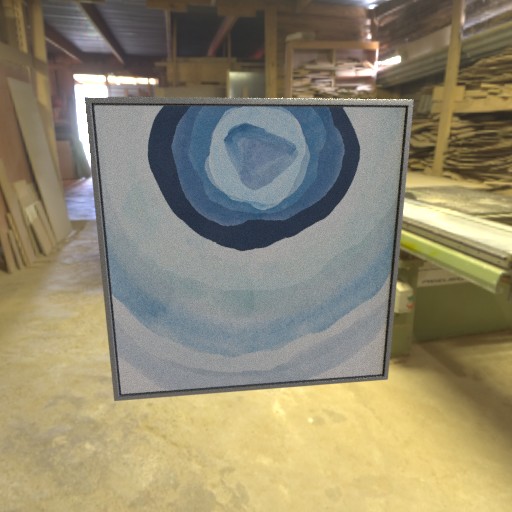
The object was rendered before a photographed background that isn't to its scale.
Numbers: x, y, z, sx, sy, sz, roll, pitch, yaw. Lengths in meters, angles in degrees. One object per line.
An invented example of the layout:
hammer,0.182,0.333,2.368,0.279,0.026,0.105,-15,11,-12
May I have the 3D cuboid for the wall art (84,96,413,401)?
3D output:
wall art,0.000,0.000,1.205,0.809,0.807,0.038,-2,16,-8
